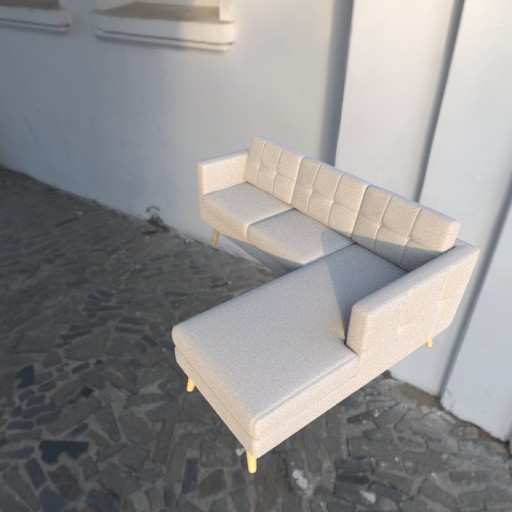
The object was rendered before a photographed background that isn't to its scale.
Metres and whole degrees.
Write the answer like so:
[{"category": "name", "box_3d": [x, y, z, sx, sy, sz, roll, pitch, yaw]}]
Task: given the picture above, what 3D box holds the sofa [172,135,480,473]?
[{"category": "sofa", "box_3d": [0.000, 0.000, 2.818, 1.530, 0.860, 2.040, -22, 39, -30]}]
